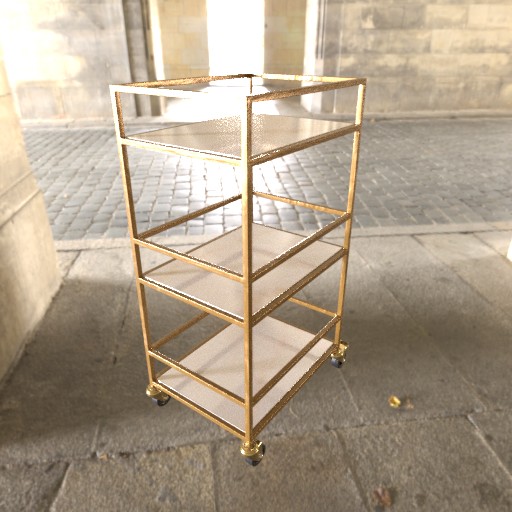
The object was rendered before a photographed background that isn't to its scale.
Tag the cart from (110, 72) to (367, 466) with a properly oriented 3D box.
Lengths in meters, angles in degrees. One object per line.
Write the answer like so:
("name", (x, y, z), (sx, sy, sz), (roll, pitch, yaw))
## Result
("cart", (0.000, 0.000, 1.029), (0.332, 0.761, 0.483), (18, 31, 32))
